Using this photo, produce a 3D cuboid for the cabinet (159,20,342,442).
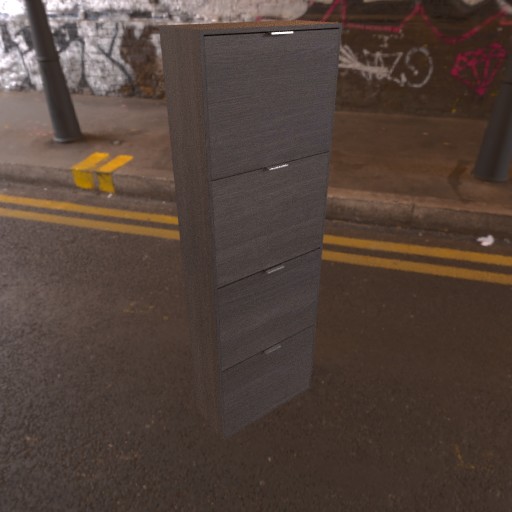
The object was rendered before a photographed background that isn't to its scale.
[{"bbox_3d":[0.000,0.000,1.756,0.520,1.630,0.255,-21,36,-31],"label":"cabinet"}]
